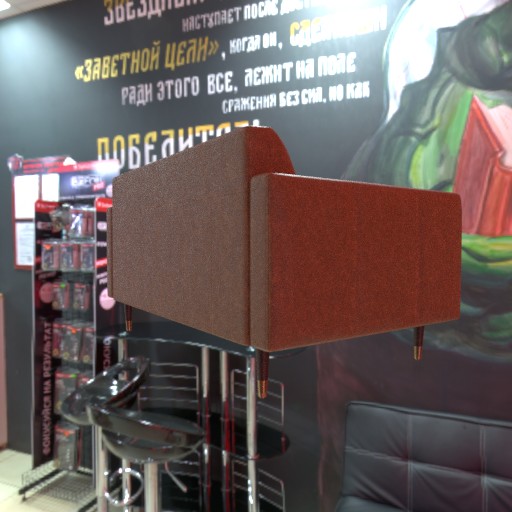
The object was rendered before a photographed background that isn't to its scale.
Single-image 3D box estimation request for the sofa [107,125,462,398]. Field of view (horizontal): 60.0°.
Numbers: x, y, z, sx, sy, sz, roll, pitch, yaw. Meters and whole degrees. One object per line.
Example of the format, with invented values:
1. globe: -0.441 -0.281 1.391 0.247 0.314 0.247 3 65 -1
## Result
1. sofa: 0.000 0.000 2.080 0.960 0.820 1.549 -1 2 -35
